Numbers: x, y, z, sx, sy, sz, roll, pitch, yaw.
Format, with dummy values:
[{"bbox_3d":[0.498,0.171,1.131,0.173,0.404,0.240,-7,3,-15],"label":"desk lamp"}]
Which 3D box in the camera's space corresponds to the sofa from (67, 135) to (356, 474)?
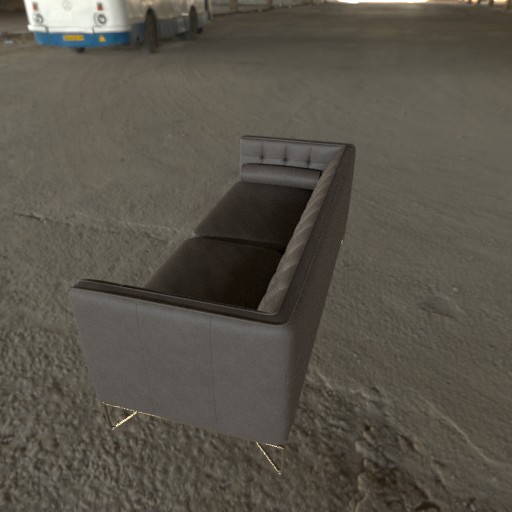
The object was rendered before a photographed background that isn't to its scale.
[{"bbox_3d":[0.000,0.000,2.543,0.867,0.789,2.087,9,32,14],"label":"sofa"}]
